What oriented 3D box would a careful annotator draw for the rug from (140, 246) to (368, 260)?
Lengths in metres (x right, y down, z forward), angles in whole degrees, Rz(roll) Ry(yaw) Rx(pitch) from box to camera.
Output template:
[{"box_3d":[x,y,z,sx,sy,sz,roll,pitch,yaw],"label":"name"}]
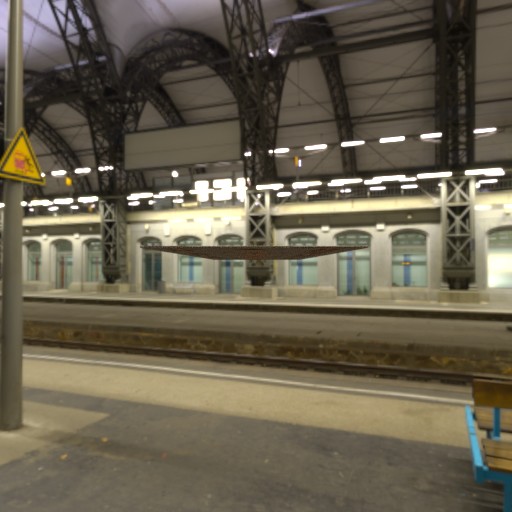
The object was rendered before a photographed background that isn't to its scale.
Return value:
[{"box_3d":[0.000,0.000,2.693,0.766,0.008,2.432,0,-1,0],"label":"rug"}]
